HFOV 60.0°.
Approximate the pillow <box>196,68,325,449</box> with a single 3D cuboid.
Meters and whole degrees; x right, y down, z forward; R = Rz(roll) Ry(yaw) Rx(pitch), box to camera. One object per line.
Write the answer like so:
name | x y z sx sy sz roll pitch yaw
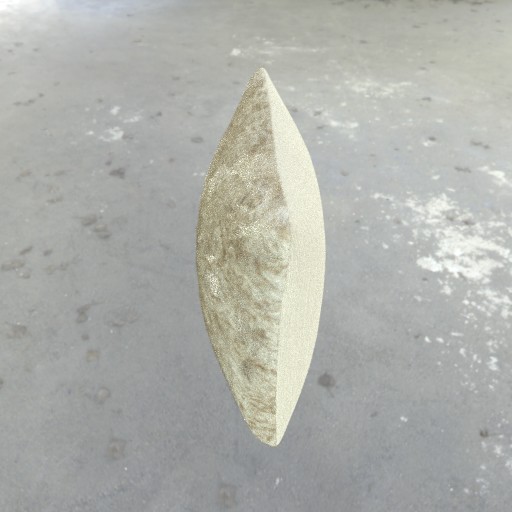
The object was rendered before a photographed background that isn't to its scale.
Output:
pillow | 0.000 0.000 0.819 0.216 0.525 0.538 -1 41 -1
